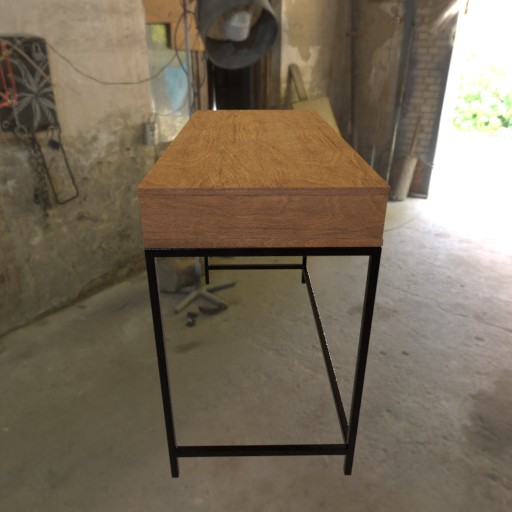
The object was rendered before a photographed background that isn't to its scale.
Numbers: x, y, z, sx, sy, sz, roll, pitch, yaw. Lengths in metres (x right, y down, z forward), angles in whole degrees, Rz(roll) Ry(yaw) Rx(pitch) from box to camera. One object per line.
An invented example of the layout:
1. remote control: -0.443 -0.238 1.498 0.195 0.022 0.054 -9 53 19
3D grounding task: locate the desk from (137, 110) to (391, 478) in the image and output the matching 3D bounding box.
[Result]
1. desk: 0.000 0.000 1.419 0.470 0.762 1.016 0 26 -1
